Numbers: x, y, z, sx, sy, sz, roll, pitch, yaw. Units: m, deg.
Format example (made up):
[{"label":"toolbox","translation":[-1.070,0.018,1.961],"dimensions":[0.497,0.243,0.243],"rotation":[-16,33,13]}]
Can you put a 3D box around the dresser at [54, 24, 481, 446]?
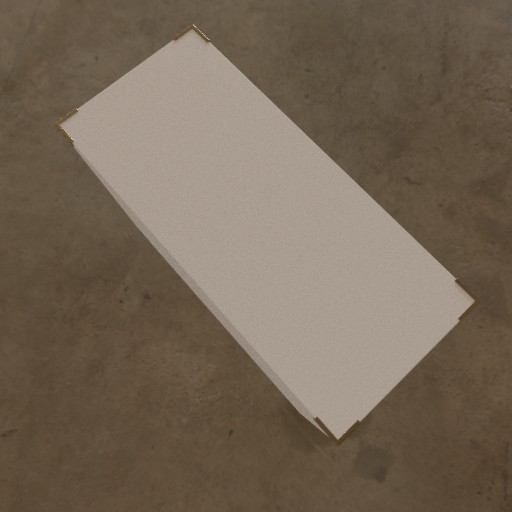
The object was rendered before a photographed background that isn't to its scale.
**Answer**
[{"label":"dresser","translation":[0.000,0.000,1.495],"dimensions":[0.460,0.891,1.022],"rotation":[-41,79,-10]}]
